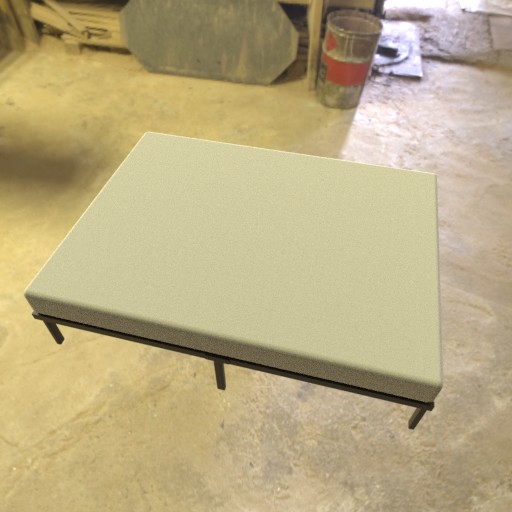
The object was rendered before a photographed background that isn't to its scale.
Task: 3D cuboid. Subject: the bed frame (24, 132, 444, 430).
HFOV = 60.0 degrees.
[{"bbox_3d":[0.000,0.000,3.499,2.635,0.680,1.990,11,49,10],"label":"bed frame"}]
